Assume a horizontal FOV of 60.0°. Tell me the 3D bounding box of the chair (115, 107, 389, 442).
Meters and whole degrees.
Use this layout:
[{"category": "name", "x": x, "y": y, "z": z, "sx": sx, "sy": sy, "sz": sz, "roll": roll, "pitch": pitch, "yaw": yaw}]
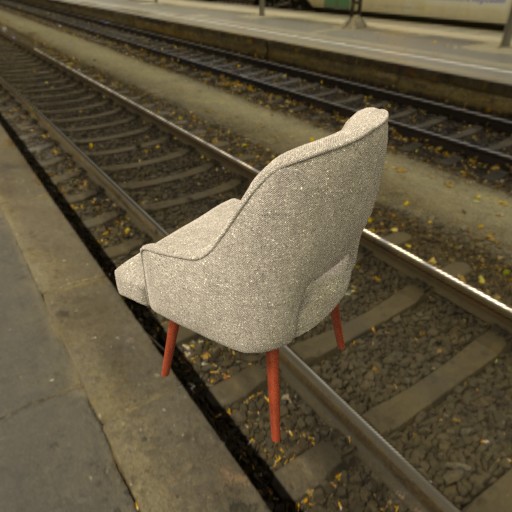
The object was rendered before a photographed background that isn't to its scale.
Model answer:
[{"category": "chair", "x": 0.000, "y": 0.000, "z": 1.320, "sx": 0.629, "sy": 0.875, "sz": 0.608, "roll": 20, "pitch": 38, "yaw": 28}]
